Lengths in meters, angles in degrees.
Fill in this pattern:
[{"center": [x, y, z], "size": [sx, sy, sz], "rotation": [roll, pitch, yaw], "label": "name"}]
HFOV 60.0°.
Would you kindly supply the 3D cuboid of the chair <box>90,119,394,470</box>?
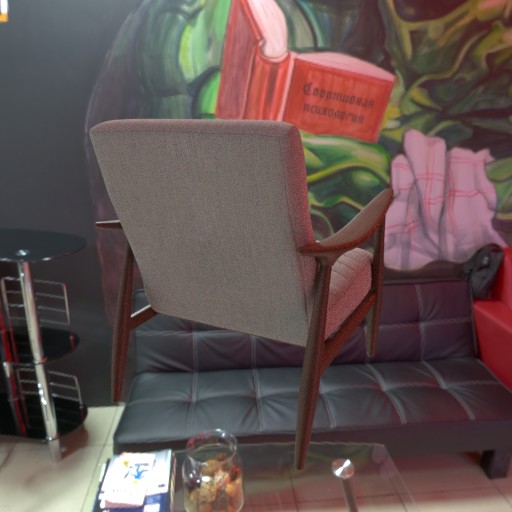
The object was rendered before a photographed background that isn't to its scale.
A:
[{"center": [0.000, 0.000, 1.428], "size": [0.741, 0.832, 0.798], "rotation": [8, 18, 26], "label": "chair"}]
